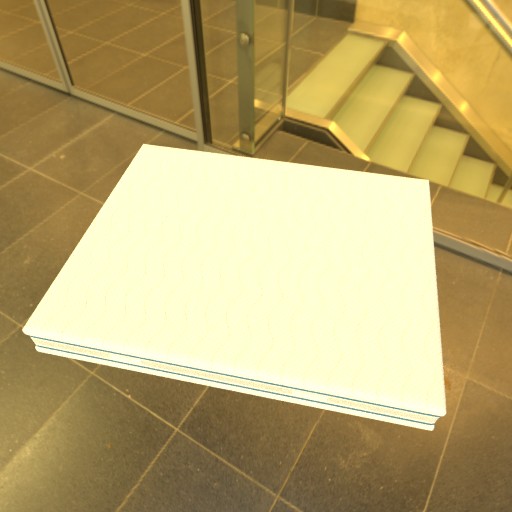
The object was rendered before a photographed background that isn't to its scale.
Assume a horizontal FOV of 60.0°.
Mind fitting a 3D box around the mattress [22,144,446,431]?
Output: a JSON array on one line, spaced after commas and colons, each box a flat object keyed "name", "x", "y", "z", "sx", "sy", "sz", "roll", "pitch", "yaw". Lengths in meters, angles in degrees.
[{"name": "mattress", "x": 0.000, "y": 0.000, "z": 2.618, "sx": 2.000, "sy": 0.230, "sz": 1.600, "roll": 9, "pitch": 49, "yaw": 8}]
